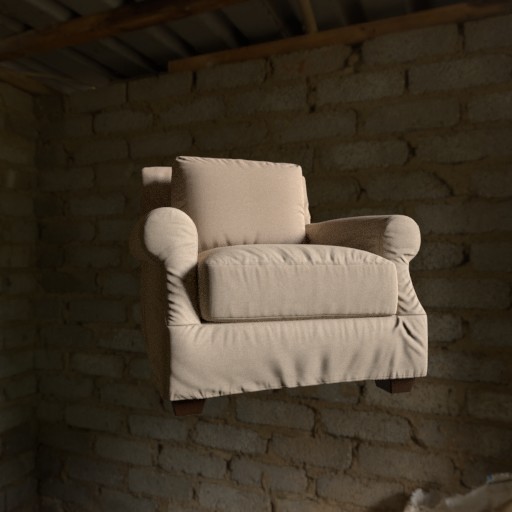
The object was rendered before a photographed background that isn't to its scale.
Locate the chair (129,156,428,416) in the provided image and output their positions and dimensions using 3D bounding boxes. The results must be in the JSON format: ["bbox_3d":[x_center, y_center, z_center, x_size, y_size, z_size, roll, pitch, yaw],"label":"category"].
[{"bbox_3d":[0.000,0.000,1.738,0.940,0.866,1.066,0,0,-17],"label":"chair"}]
